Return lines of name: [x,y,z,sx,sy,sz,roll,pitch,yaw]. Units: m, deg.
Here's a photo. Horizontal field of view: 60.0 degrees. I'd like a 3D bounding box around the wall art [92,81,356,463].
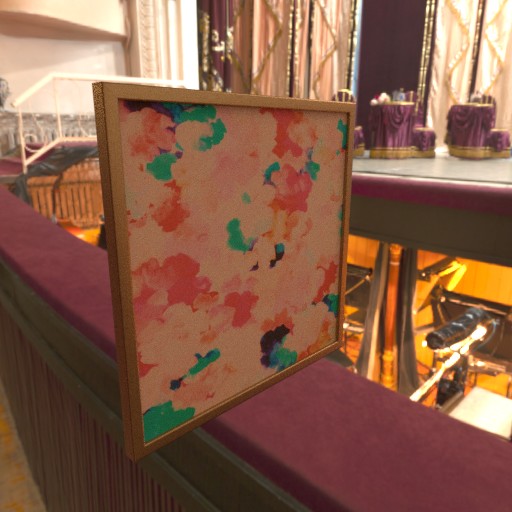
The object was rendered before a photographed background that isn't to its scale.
wall art: [0.000,0.000,1.120,0.767,0.765,0.036,-15,21,-43]
